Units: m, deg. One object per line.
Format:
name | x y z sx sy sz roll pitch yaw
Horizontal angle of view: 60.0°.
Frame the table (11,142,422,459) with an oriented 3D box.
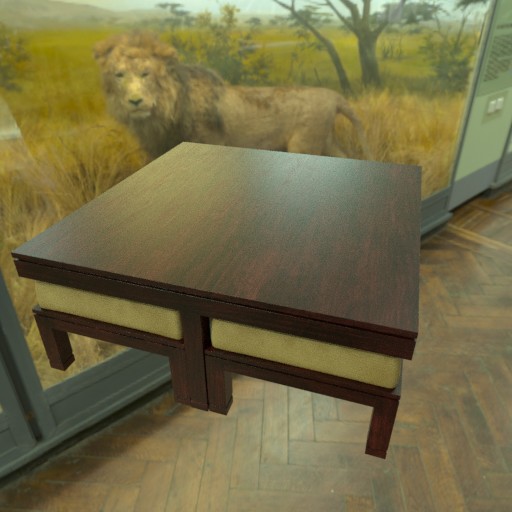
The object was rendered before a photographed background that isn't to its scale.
table | 0.000 0.000 1.314 0.865 0.356 0.865 10 33 15
